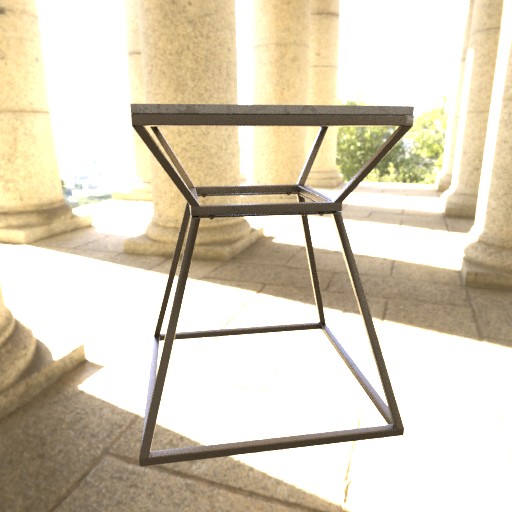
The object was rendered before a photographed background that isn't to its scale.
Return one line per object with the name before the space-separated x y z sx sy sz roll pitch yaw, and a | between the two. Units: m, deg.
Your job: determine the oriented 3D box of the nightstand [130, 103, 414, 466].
nightstand | 0.000 0.000 0.886 0.455 0.554 0.455 -3 16 -9
